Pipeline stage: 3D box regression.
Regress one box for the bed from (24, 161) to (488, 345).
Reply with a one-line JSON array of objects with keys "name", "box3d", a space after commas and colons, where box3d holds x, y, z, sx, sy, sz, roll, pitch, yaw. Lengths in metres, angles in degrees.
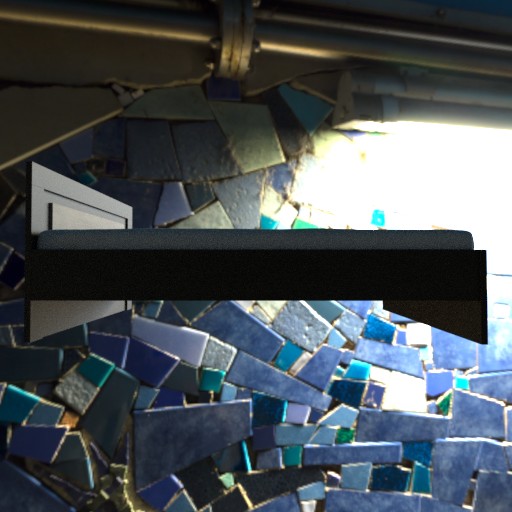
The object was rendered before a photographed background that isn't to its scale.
[{"name": "bed", "box3d": [0.000, 0.000, 2.777, 2.073, 0.823, 1.585, 0, -1, 0]}]
